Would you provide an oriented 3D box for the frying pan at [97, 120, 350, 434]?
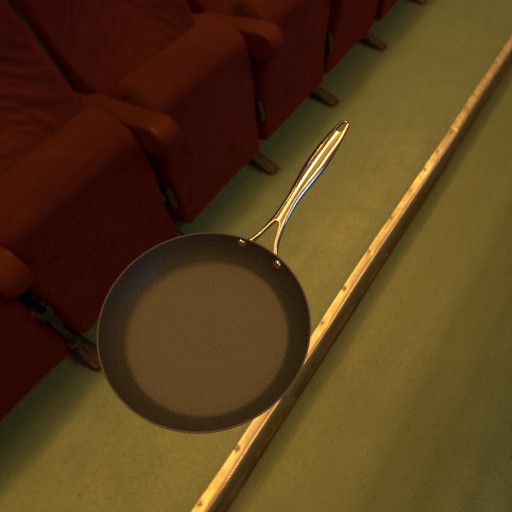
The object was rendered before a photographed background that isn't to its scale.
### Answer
[{"bbox_3d":[0.000,0.000,0.576,0.255,0.105,0.472,31,64,17],"label":"frying pan"}]
